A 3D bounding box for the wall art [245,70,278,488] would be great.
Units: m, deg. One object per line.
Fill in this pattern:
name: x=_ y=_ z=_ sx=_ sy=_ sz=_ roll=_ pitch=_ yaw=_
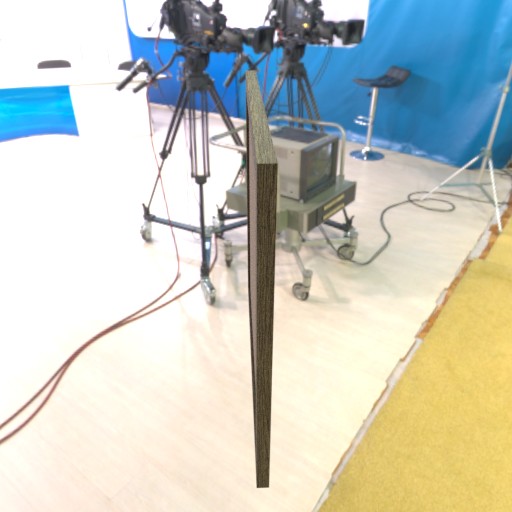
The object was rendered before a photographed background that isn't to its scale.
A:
wall art: x=0.000 y=0.000 z=0.751 sx=0.019 sy=0.508 sz=0.508 roll=-1 pitch=32 yaw=-2
